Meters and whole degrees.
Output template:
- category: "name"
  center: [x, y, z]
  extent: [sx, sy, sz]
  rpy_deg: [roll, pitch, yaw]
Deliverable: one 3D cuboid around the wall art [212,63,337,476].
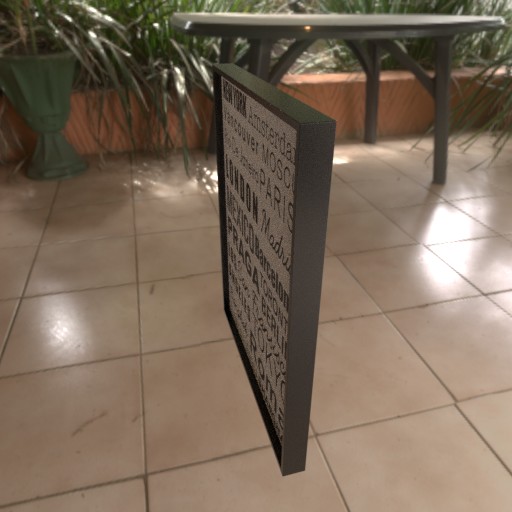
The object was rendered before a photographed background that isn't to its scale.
- category: "wall art"
  center: [0.000, 0.000, 0.752]
  extent: [0.038, 0.551, 0.448]
  rpy_deg: [-8, 31, -13]
